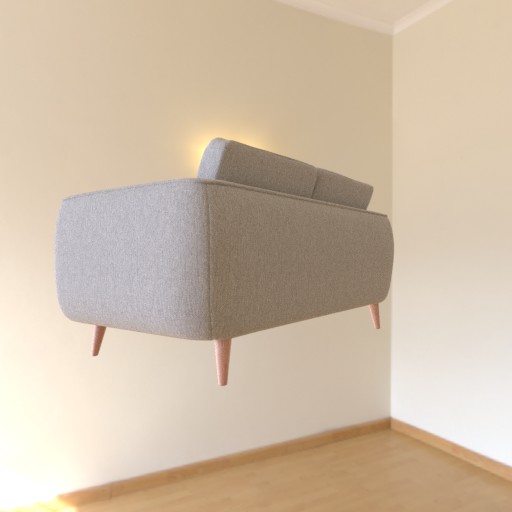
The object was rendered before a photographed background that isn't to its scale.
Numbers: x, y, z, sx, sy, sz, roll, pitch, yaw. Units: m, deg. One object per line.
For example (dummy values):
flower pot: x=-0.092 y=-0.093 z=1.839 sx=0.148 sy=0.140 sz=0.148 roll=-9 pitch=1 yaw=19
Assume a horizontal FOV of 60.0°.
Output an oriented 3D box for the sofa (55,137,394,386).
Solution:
sofa: x=0.000 y=0.000 z=2.252 sx=0.920 sy=0.850 sz=1.700 roll=0 pitch=0 yaw=36
